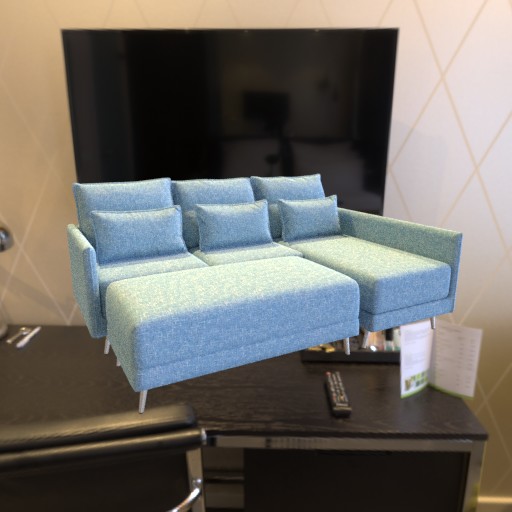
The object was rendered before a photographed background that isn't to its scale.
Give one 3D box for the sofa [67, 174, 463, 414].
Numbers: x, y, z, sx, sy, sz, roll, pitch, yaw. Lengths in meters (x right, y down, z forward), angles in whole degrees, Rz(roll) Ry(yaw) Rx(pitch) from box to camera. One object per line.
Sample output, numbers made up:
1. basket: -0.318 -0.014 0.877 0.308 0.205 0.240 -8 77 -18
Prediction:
1. sofa: 0.000 0.000 2.777 2.034 0.899 1.420 -8 16 -27
